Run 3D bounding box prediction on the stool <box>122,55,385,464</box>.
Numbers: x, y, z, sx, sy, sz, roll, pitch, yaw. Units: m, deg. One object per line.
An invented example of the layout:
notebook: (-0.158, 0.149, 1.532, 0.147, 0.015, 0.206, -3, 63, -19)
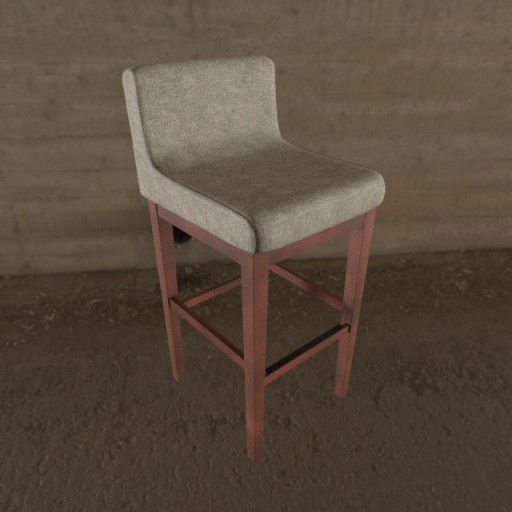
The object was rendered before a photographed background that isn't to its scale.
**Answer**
stool: (0.000, 0.000, 1.215, 0.426, 0.965, 0.499, -22, 36, -34)
